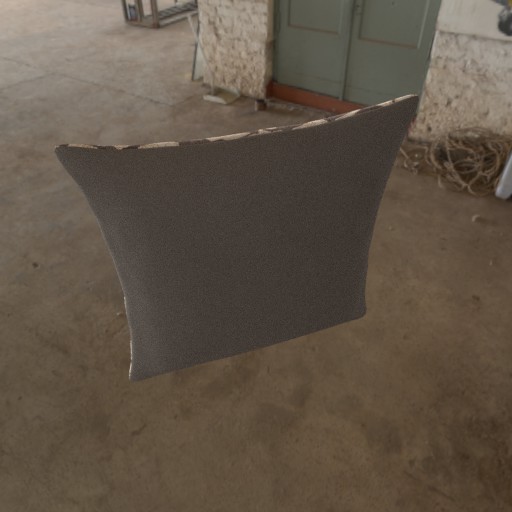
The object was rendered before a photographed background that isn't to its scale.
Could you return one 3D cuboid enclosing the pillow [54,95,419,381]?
[{"bbox_3d":[0.000,0.000,0.773,0.526,0.507,0.166,-13,42,-15],"label":"pillow"}]
